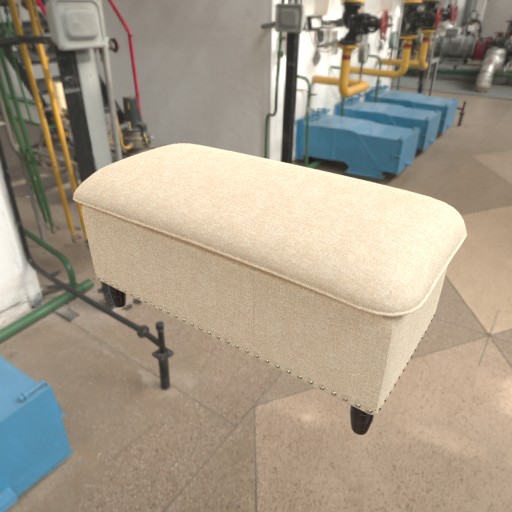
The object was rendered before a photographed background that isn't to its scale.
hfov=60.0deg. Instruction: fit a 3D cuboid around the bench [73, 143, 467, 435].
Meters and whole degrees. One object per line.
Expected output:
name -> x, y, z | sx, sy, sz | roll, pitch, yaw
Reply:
bench -> 0.000, 0.000, 1.252 | 0.991, 0.483, 0.483 | 20, 36, 30
